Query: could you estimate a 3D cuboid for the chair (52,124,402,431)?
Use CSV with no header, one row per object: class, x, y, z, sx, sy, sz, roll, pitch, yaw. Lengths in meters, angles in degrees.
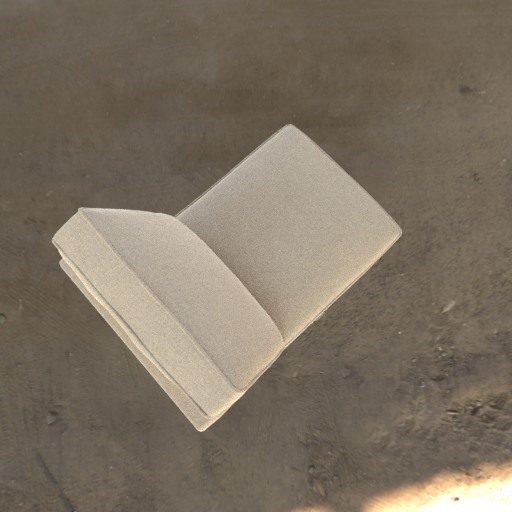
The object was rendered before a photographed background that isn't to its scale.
chair,0.000,0.000,1.552,0.938,0.970,0.621,-42,80,-9
